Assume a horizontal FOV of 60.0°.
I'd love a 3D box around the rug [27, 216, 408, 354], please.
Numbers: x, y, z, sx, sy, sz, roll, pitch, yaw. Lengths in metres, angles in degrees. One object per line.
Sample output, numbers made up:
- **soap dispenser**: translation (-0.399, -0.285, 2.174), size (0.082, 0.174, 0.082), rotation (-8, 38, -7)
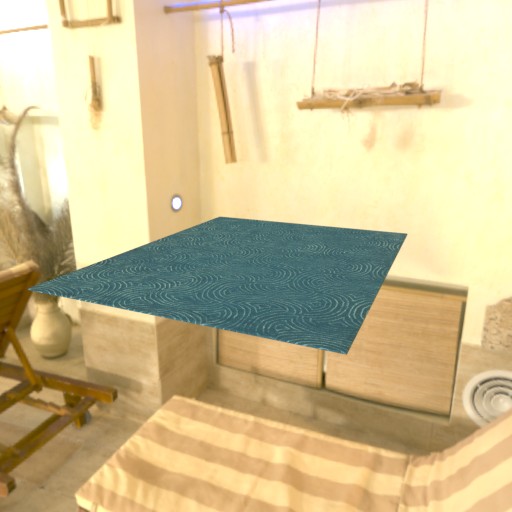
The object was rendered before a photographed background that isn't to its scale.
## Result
- **rug**: translation (0.000, 0.000, 4.202), size (2.432, 0.012, 3.033), rotation (7, 18, 23)
